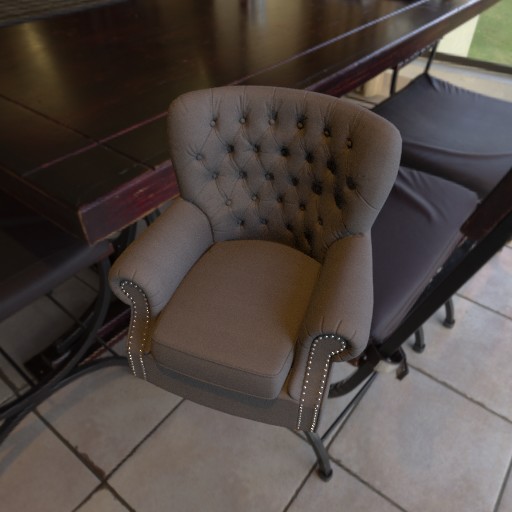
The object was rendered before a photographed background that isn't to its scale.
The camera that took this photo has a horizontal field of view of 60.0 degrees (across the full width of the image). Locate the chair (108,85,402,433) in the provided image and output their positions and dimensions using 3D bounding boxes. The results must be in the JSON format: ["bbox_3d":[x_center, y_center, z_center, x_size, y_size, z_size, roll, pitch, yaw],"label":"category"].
[{"bbox_3d":[0.000,0.000,1.792,0.983,1.046,0.983,13,43,14],"label":"chair"}]
